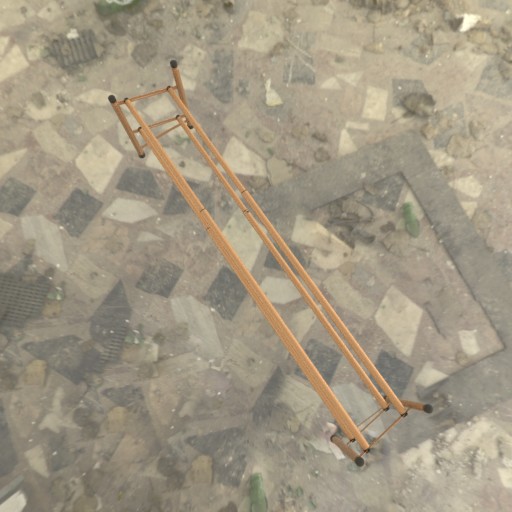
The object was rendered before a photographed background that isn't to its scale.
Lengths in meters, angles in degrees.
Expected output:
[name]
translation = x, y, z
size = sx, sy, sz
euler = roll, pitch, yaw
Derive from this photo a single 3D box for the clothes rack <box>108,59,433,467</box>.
[clothes rack]
translation = 0.000, 0.000, 1.313
size = 0.229, 0.349, 1.168
euler = -33, 78, -8
